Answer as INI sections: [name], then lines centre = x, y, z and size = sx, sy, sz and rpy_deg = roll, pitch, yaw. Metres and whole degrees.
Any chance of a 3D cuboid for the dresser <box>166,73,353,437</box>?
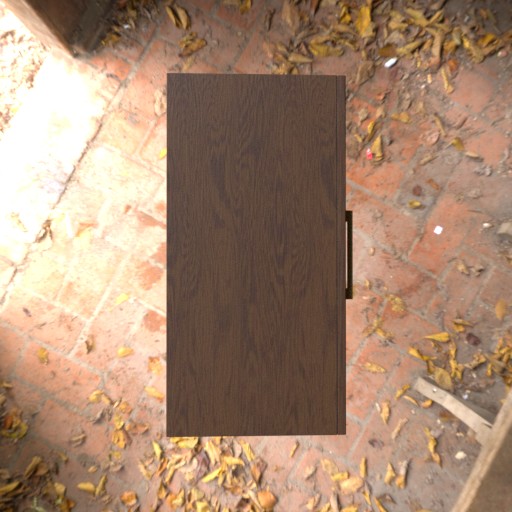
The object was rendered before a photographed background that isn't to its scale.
[dresser]
centre = 0.000, 0.000, 1.839
size = 0.516, 1.320, 0.964
rpy_deg = 0, 90, -2
